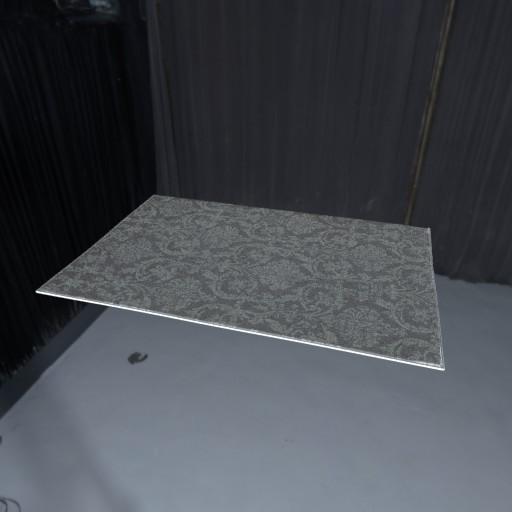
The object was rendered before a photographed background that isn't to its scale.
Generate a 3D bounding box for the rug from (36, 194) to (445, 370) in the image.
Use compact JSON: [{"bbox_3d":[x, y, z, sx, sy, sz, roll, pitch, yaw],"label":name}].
[{"bbox_3d":[0.000,0.000,3.584,2.746,0.018,1.819,8,32,14],"label":"rug"}]
